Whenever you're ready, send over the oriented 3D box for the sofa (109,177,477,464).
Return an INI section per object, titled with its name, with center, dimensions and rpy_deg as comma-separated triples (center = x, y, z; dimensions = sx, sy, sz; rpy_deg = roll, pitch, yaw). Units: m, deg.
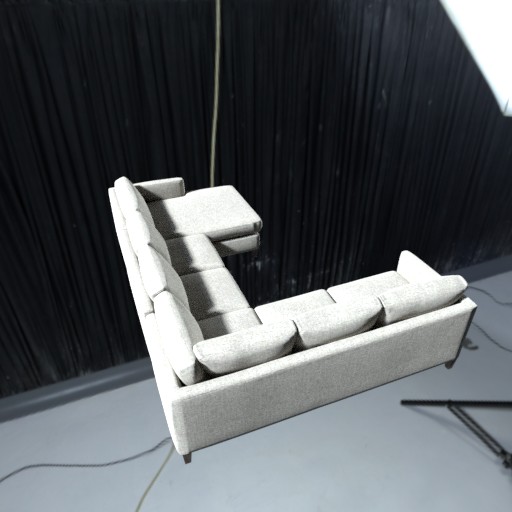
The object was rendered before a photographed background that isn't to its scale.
[sofa]
center = 0.000, 0.000, 4.676
dimensions = 2.593, 0.959, 3.460
rpy_deg = -13, 36, -18
